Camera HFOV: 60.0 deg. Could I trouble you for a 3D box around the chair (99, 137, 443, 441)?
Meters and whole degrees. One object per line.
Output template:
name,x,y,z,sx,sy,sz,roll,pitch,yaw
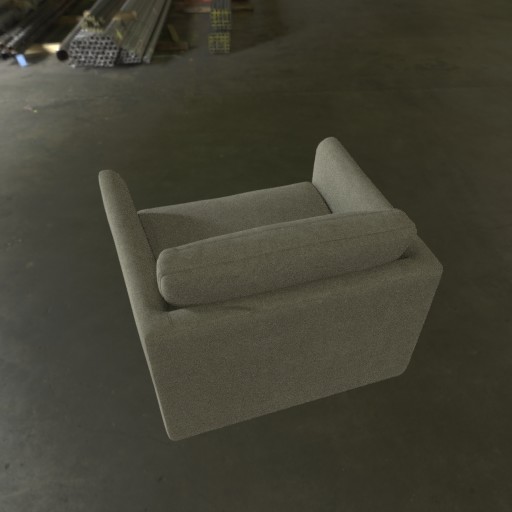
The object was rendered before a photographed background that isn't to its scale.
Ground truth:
chair,0.000,0.000,1.950,1.190,0.845,1.091,-12,42,-13
